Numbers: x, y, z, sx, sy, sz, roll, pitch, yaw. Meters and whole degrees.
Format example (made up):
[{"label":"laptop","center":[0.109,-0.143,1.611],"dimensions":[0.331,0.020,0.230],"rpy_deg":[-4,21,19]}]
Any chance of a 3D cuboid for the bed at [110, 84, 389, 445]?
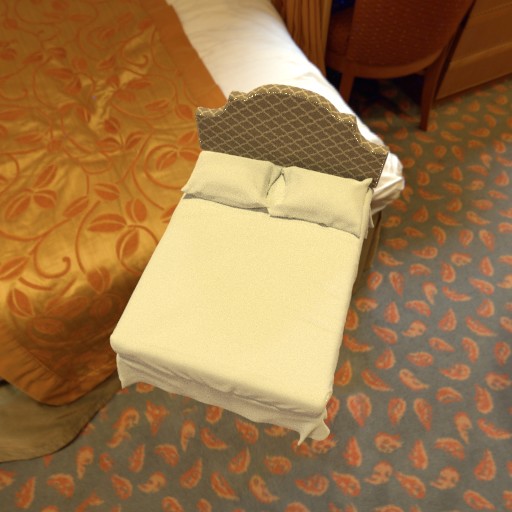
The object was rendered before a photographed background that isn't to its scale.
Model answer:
[{"label":"bed","center":[0.000,0.000,3.401],"dimensions":[1.780,1.633,2.222],"rpy_deg":[15,60,9]}]
